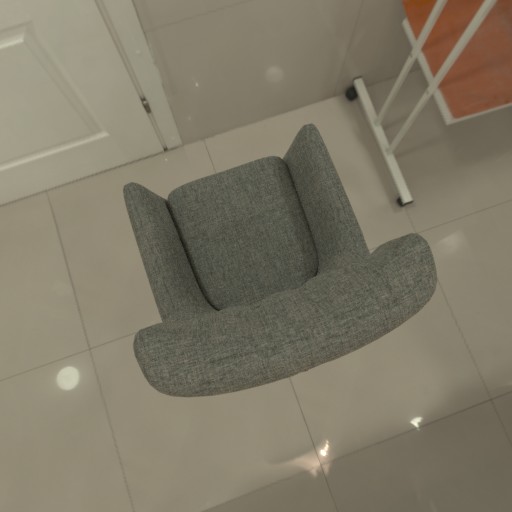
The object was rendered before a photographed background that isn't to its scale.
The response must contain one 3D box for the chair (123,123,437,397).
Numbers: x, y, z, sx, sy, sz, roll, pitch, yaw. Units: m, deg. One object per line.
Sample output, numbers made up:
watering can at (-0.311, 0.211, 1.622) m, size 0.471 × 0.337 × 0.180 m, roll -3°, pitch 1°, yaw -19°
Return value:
chair at (0.000, 0.000, 1.756) m, size 0.878 × 1.063 × 0.904 m, roll -19°, pitch 78°, yaw -4°
